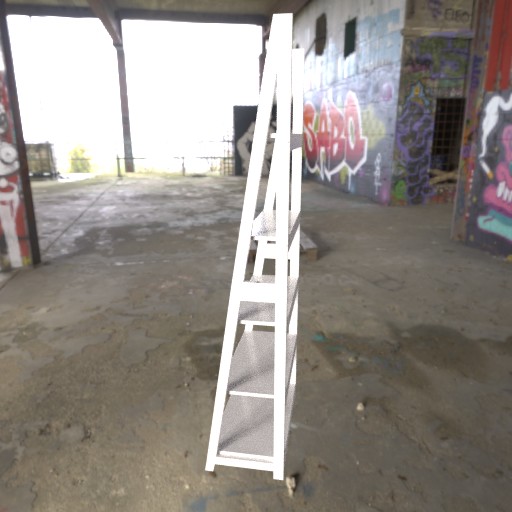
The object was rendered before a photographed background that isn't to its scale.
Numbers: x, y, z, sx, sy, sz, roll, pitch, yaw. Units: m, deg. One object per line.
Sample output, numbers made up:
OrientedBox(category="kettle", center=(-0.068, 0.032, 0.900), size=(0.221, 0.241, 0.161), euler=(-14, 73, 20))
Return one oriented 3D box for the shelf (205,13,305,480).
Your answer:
OrientedBox(category="shelf", center=(0.000, 0.000, 1.965), size=(0.341, 1.779, 0.636), euler=(3, 16, 9))
